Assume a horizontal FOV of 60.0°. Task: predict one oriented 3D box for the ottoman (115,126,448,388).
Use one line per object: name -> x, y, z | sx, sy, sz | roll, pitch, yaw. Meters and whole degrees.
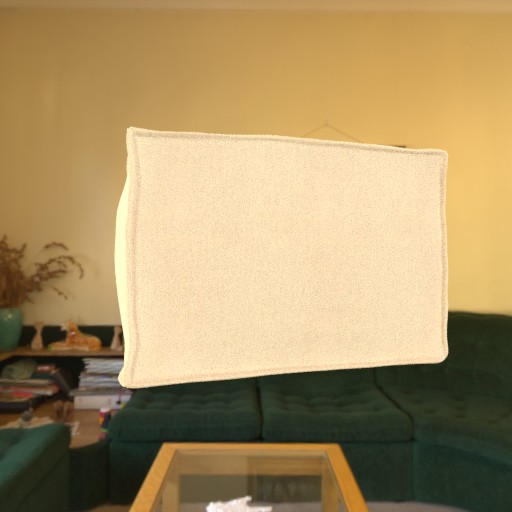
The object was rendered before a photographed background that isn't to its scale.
ottoman -> 0.000, 0.000, 1.166 | 0.707, 0.470, 0.696 | 0, 0, -17
